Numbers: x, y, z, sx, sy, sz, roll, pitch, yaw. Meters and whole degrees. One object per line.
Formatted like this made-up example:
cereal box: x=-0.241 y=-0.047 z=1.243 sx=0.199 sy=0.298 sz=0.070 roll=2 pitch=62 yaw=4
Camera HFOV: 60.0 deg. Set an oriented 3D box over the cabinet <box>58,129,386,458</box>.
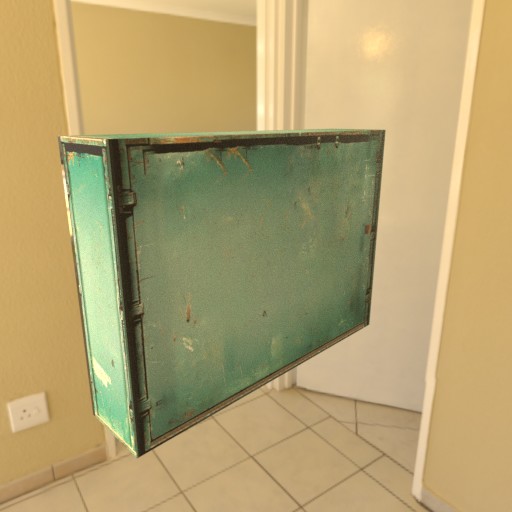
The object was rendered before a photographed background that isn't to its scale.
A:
cabinet: x=0.000 y=0.000 z=4.012 sx=3.001 sy=2.160 sz=0.680 roll=-16 pitch=24 yaw=-42
